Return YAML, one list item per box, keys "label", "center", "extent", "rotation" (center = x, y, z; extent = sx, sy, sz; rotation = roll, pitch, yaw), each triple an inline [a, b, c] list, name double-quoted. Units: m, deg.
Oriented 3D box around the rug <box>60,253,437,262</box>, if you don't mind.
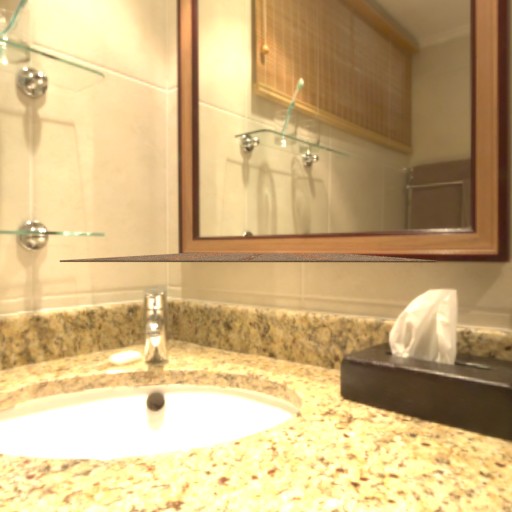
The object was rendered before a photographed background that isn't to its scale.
- label: "rug"
  center: [0.000, 0.000, 2.988]
  extent: [1.515, 0.007, 2.427]
  rotation: [0, 1, 2]
